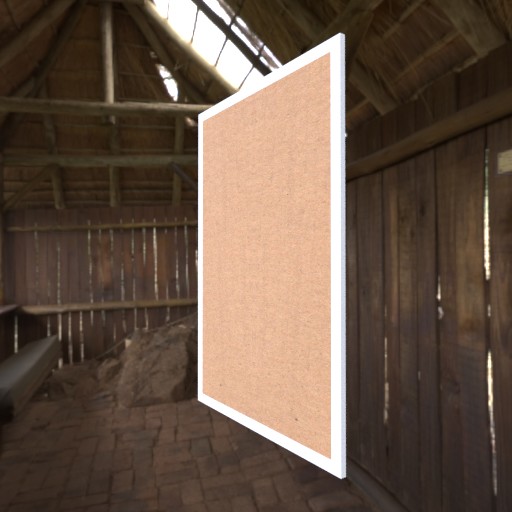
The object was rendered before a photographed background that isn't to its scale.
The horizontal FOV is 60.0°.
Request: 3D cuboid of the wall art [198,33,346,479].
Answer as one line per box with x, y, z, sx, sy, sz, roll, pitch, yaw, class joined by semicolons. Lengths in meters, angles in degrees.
0.000;0.000;1.234;0.015;0.965;0.660;0;-1;-35;wall art
